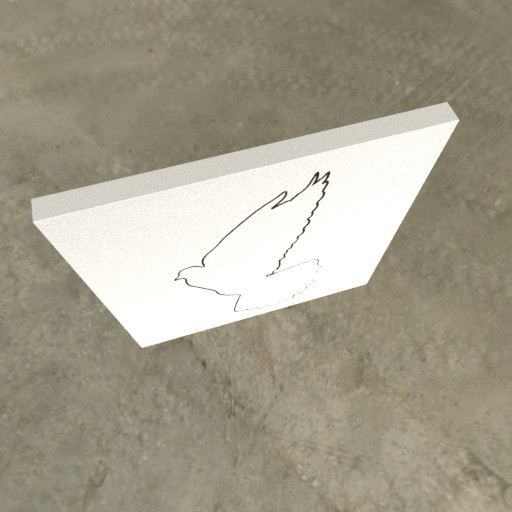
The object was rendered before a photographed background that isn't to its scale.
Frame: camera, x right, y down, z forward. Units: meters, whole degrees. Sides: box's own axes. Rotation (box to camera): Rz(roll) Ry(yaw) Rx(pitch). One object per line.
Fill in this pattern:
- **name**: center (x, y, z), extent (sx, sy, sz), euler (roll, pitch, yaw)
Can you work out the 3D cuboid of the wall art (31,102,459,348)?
- **wall art**: center (0.000, 0.000, 0.889), extent (0.610, 0.610, 0.038), euler (-15, 64, -7)
